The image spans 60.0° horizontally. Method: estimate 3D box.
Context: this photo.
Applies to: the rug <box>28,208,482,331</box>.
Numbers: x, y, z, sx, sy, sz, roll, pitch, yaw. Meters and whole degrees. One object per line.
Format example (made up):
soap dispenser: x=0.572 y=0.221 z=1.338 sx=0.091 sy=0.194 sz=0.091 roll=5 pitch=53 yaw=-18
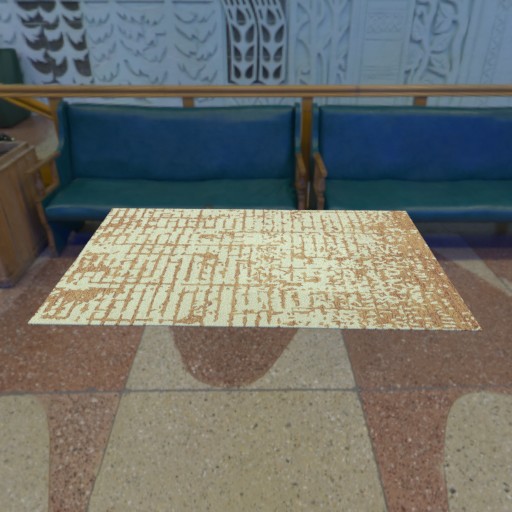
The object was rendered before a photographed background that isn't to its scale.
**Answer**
rug: x=0.000 y=0.000 z=3.023 sx=2.435 sy=0.011 sz=1.517 roll=1 pitch=30 yaw=1
